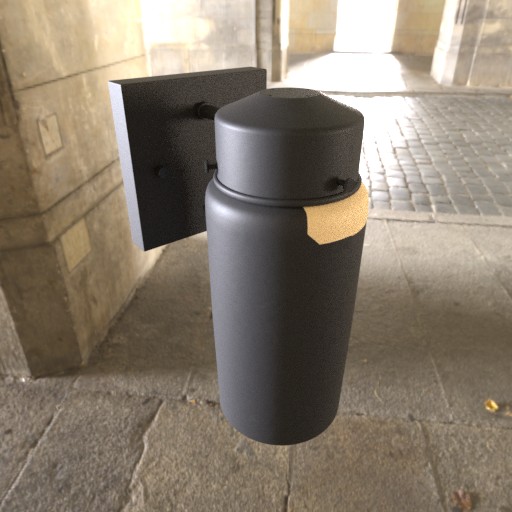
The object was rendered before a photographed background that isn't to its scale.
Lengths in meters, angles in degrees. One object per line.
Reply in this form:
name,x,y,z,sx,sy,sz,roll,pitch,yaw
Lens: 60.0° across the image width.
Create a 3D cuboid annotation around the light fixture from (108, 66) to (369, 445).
light fixture,0.000,0.000,0.354,0.130,0.257,0.176,-22,36,-33
